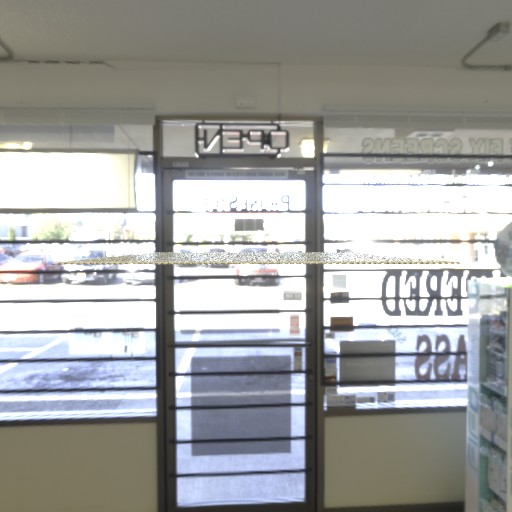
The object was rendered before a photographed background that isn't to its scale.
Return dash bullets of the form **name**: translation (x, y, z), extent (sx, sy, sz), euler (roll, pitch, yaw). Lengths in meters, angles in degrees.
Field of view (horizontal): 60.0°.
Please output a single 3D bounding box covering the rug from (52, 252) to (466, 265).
- **rug**: translation (0.000, 0.000, 3.827), extent (2.256, 0.013, 2.910), euler (0, 2, -1)
